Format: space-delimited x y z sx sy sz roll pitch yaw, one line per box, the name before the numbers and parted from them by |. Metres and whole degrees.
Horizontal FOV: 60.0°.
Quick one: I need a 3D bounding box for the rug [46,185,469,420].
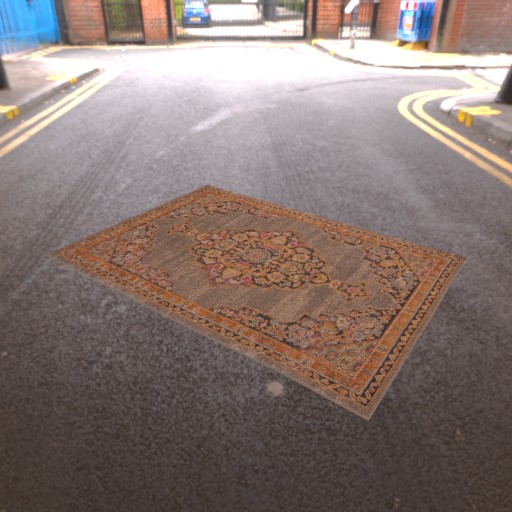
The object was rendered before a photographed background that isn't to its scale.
rug | 0.000 0.000 3.711 2.901 0.026 2.043 20 35 31
